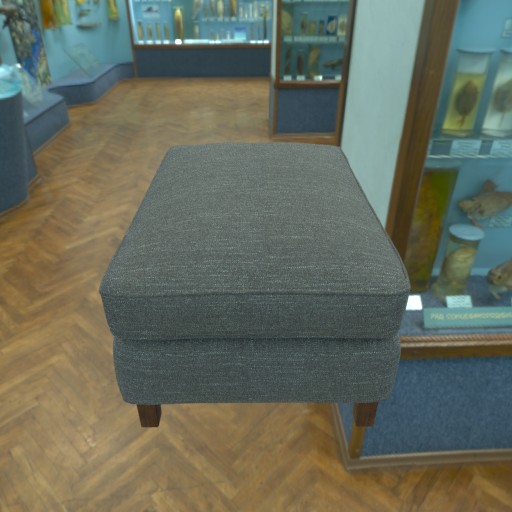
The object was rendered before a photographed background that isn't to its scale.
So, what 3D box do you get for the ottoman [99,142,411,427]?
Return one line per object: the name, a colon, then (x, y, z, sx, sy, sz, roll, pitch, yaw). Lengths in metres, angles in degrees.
ottoman: (0.000, 0.000, 0.997, 0.508, 0.406, 0.686, 0, 32, 0)
